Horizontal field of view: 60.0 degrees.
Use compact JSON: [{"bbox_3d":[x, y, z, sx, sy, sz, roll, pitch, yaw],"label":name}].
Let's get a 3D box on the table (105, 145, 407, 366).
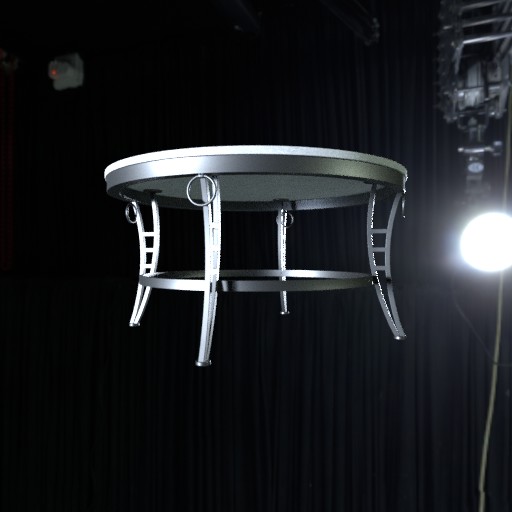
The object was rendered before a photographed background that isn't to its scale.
[{"bbox_3d":[0.000,0.000,1.379,0.889,0.470,0.889,0,0,0],"label":"table"}]
